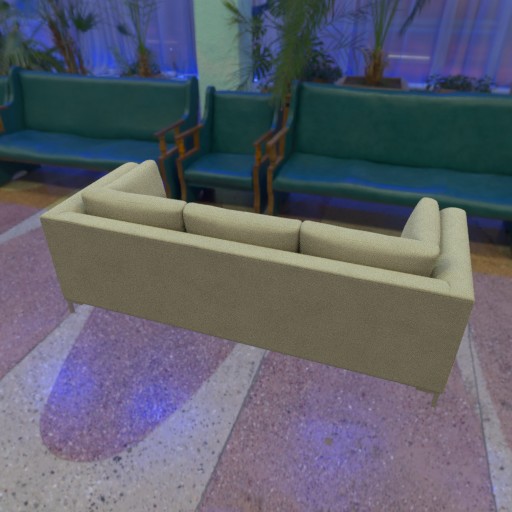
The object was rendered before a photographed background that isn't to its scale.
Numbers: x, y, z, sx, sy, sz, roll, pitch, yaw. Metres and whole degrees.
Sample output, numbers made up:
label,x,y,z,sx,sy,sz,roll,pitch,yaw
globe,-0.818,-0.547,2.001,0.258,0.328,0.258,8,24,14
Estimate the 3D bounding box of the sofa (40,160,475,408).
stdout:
label,x,y,z,sx,sy,sz,roll,pitch,yaw
sofa,0.000,0.000,2.863,2.415,0.867,0.969,11,34,16
